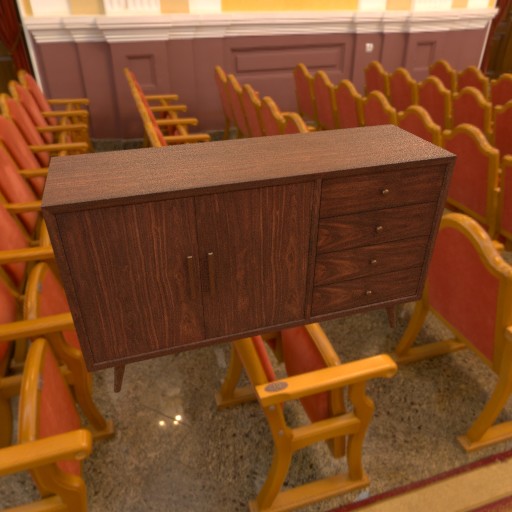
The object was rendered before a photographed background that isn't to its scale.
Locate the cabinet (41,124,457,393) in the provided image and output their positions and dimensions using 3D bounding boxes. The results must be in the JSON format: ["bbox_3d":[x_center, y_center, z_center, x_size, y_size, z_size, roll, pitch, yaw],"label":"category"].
[{"bbox_3d":[0.000,0.000,2.038,1.575,0.940,0.505,-10,33,-15],"label":"cabinet"}]
